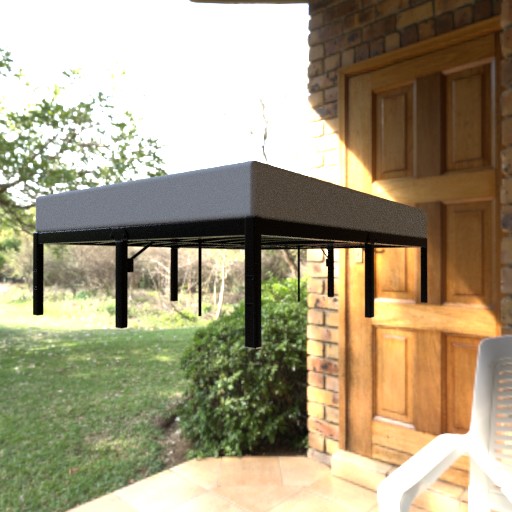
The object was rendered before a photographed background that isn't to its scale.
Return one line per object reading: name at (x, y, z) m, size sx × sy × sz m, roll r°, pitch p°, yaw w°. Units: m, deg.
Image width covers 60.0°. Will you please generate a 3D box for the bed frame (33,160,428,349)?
bed frame at (0.000, 0.000, 2.809) m, size 1.557 × 0.659 × 2.072 m, roll 0°, pitch 0°, yaw 37°
